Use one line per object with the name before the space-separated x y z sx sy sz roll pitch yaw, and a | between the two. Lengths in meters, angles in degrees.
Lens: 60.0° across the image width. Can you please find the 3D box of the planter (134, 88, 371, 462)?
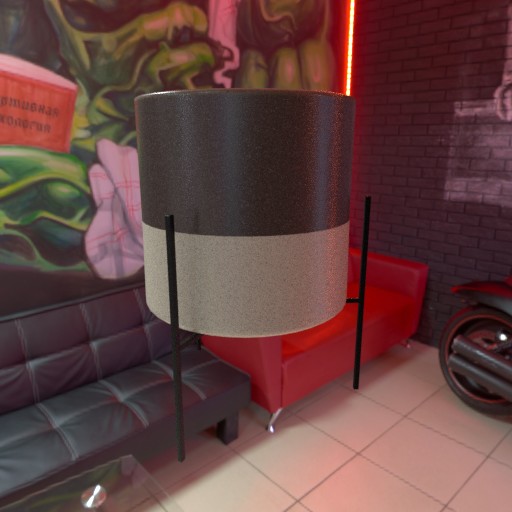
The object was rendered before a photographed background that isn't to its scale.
planter | 0.000 0.000 0.530 0.260 0.353 0.250 -3 15 -9
